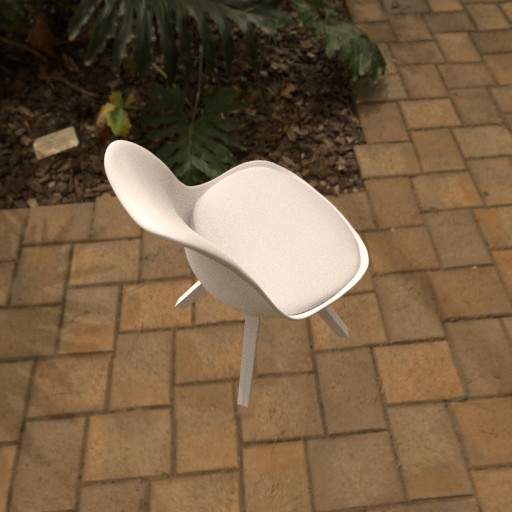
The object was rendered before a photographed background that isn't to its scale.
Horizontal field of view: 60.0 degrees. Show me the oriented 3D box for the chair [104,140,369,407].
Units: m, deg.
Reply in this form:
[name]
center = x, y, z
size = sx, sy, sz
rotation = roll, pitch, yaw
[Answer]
[chair]
center = 0.000, 0.000, 1.177
size = 0.550, 0.850, 0.485
rotation = -30, 62, -17
